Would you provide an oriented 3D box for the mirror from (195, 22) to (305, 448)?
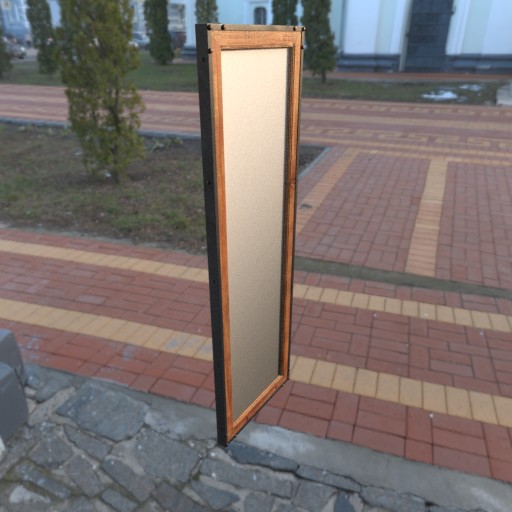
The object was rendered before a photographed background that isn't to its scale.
[{"bbox_3d":[0.000,0.000,1.163,0.042,1.080,0.354,17,31,31],"label":"mirror"}]
